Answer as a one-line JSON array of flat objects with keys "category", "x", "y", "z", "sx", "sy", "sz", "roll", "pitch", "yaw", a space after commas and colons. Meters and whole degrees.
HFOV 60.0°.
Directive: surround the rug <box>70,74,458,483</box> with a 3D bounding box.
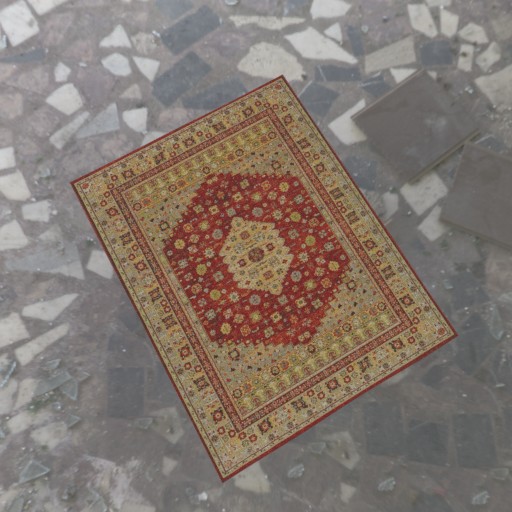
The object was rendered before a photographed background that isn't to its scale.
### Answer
[{"category": "rug", "x": 0.000, "y": 0.000, "z": 4.091, "sx": 2.387, "sy": 0.013, "sz": 3.053, "roll": -29, "pitch": 78, "yaw": -7}]
